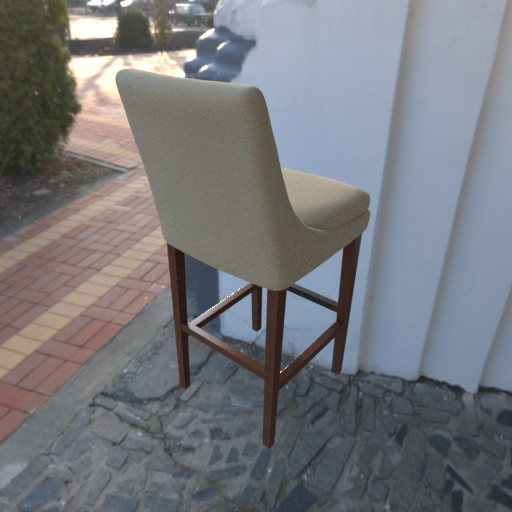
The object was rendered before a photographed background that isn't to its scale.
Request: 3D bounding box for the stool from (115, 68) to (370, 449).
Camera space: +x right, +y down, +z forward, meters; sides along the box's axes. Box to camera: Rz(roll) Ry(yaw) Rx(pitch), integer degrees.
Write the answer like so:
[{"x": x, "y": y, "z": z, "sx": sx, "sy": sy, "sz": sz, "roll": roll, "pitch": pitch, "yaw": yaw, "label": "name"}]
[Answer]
[{"x": 0.000, "y": 0.000, "z": 1.349, "sx": 0.470, "sy": 1.078, "sz": 0.577, "roll": 22, "pitch": 37, "yaw": 33, "label": "stool"}]
